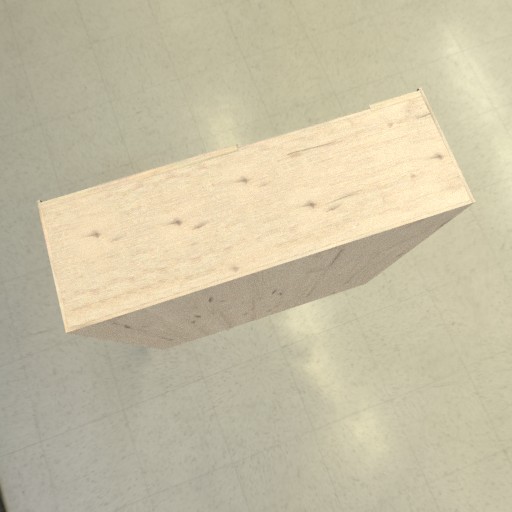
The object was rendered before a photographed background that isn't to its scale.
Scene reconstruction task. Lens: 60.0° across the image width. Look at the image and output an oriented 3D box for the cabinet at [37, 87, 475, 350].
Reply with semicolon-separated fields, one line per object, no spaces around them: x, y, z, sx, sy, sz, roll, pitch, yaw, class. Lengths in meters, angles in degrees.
0.000;0.000;3.185;2.000;2.180;0.660;-18;77;-4;cabinet
